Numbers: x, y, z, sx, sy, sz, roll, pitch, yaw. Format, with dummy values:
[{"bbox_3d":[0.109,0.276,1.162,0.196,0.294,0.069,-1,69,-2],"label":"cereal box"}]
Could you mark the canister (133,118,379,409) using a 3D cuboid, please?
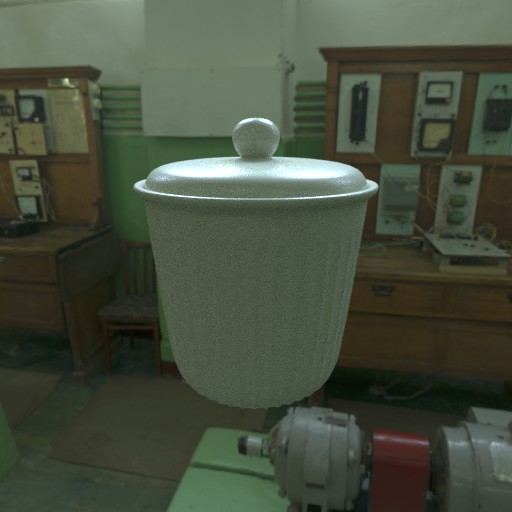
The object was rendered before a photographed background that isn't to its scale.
[{"bbox_3d":[0.000,0.000,0.354,0.181,0.211,0.181,0,16,0],"label":"canister"}]
